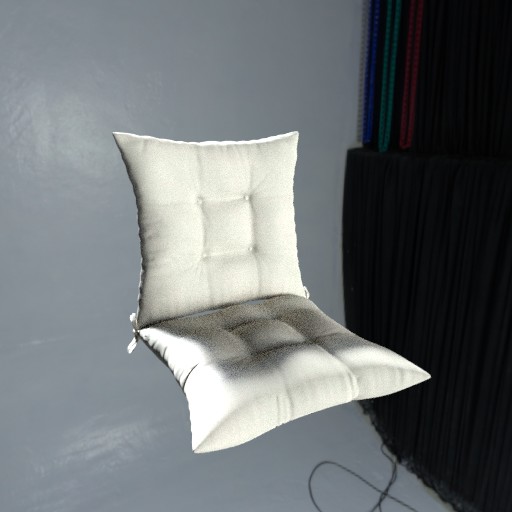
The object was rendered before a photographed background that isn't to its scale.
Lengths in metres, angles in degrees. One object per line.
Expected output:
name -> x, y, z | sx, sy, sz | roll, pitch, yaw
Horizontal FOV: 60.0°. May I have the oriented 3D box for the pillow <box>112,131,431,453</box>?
pillow -> 0.000, 0.000, 0.986 | 0.541, 0.536, 0.585 | -7, 17, -25
